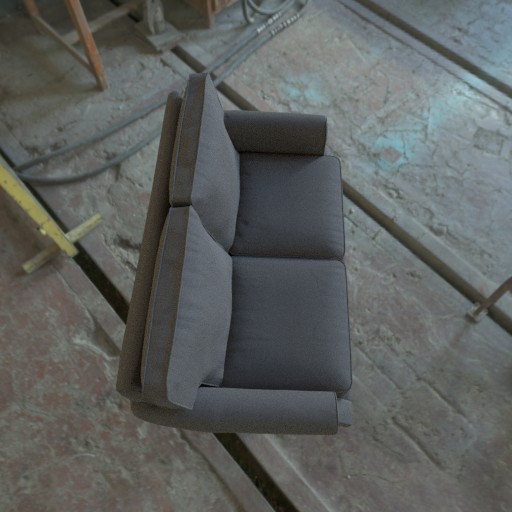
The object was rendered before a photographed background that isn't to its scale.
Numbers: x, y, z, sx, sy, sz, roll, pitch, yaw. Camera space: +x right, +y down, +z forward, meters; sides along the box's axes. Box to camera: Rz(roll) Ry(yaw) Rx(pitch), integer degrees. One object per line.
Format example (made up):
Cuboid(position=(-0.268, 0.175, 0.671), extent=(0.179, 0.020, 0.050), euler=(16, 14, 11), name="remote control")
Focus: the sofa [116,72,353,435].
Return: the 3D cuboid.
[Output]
Cuboid(position=(0.000, 0.000, 2.198), extent=(0.964, 0.937, 1.665), euler=(2, 64, 1), name="sofa")
